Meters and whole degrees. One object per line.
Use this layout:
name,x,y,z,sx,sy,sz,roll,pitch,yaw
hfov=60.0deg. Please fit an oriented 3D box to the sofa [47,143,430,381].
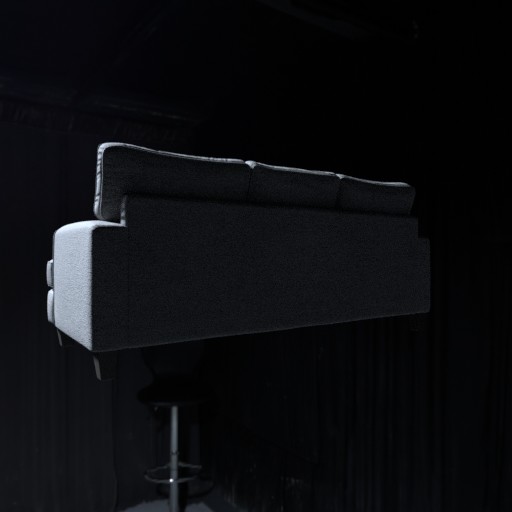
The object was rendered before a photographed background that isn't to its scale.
sofa,0.000,0.000,2.651,2.158,0.965,0.951,0,0,-35
